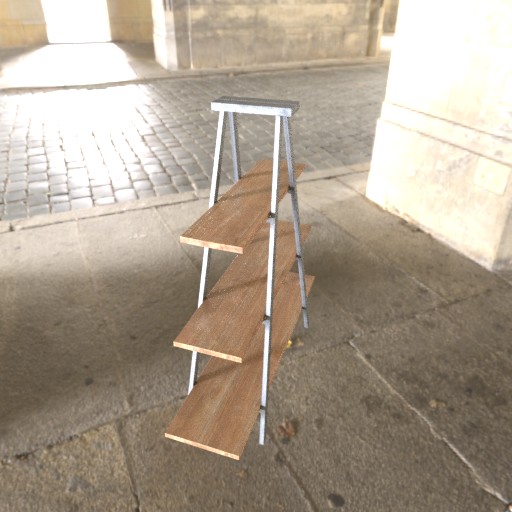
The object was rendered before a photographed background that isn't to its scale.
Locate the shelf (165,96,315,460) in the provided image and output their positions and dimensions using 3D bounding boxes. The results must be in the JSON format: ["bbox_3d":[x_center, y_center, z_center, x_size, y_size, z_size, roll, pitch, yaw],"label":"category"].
[{"bbox_3d":[0.000,0.000,2.680,0.508,1.808,1.746,10,32,16],"label":"shelf"}]
